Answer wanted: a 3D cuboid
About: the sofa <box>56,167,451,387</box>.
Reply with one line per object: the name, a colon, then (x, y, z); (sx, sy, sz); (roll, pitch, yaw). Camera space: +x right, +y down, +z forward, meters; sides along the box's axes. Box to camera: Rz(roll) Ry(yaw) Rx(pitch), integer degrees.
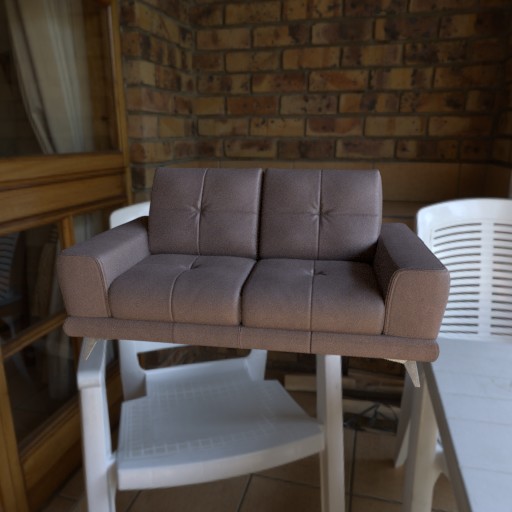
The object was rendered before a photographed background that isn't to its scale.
sofa: (0.000, 0.000, 2.429); (1.806, 0.907, 1.018); (2, 16, 8)
